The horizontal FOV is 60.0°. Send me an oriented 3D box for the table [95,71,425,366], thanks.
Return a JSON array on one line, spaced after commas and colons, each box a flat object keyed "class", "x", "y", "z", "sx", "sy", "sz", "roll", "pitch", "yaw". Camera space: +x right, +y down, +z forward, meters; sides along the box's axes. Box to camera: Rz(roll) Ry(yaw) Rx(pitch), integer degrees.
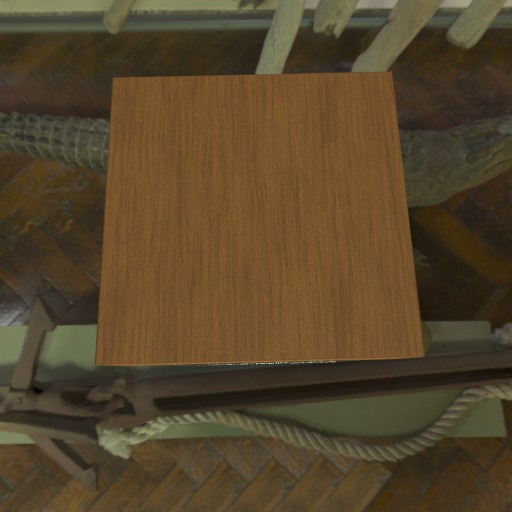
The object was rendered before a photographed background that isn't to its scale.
[{"class": "table", "x": 0.000, "y": 0.000, "z": 0.844, "sx": 0.398, "sy": 0.540, "sz": 0.397, "roll": -1, "pitch": 76, "yaw": 0}]
